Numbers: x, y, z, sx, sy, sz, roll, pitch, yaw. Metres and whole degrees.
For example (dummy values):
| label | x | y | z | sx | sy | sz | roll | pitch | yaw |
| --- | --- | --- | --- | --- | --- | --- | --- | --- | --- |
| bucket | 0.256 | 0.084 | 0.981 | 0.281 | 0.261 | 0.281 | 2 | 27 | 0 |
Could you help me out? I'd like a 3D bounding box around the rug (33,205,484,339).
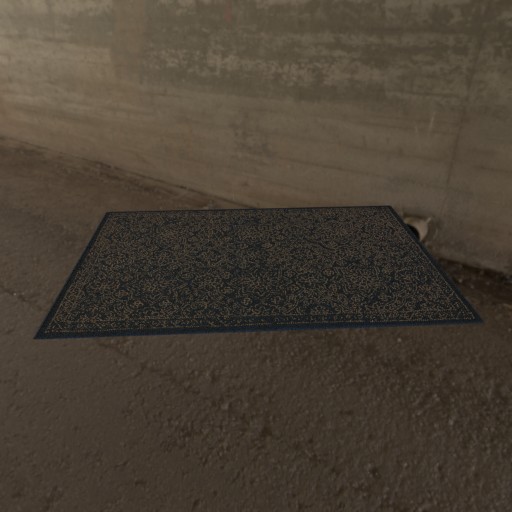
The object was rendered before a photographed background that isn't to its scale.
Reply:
| label | x | y | z | sx | sy | sz | roll | pitch | yaw |
| --- | --- | --- | --- | --- | --- | --- | --- | --- | --- |
| rug | 0.000 | 0.000 | 2.314 | 1.829 | 0.010 | 1.219 | -2 | 30 | -3 |
